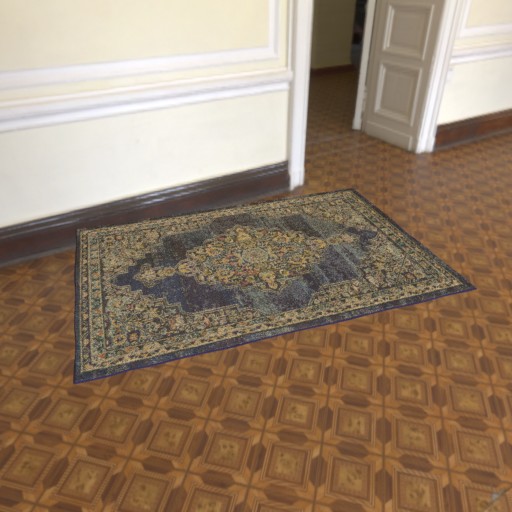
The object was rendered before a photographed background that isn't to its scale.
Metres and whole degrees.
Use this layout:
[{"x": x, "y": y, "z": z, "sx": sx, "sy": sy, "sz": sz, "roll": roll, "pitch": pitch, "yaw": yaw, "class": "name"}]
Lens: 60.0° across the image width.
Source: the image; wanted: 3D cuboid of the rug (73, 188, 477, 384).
[{"x": 0.000, "y": 0.000, "z": 2.291, "sx": 1.781, "sy": 0.012, "sz": 1.184, "roll": -10, "pitch": 35, "yaw": -15, "class": "rug"}]
